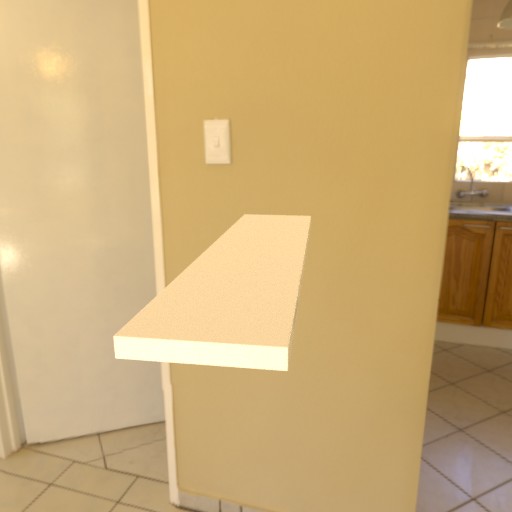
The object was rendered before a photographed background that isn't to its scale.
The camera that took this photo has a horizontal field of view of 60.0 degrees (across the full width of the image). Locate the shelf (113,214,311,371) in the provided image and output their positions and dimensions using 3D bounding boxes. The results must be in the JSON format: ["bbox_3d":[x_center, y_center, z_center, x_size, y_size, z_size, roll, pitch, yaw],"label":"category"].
[{"bbox_3d":[0.000,0.000,0.638,0.140,0.020,0.610,2,15,8],"label":"shelf"}]
